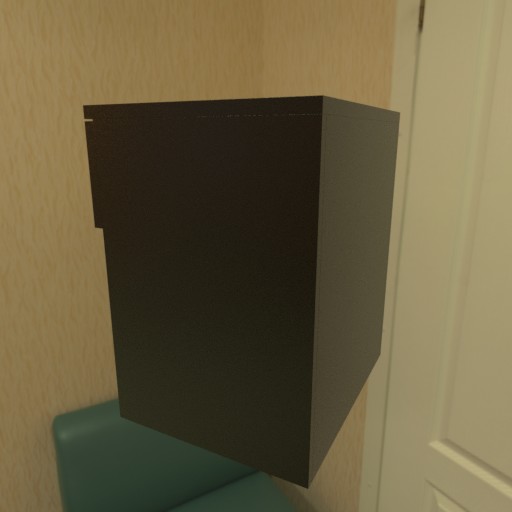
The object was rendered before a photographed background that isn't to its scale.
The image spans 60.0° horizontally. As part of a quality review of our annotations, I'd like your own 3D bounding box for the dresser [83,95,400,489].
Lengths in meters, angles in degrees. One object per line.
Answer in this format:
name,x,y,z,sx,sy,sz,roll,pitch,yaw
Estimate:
dresser,0.000,0.000,0.748,0.360,0.470,0.400,8,17,27
